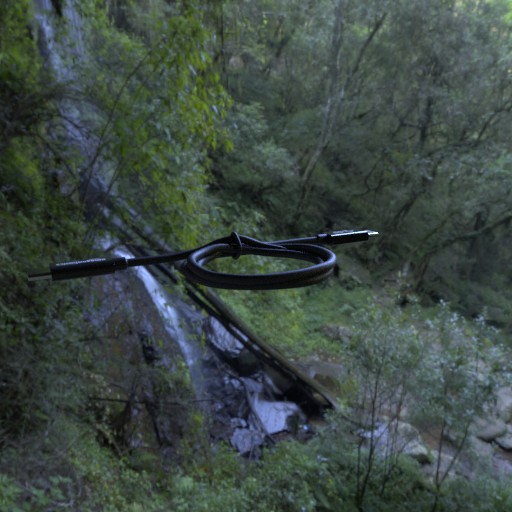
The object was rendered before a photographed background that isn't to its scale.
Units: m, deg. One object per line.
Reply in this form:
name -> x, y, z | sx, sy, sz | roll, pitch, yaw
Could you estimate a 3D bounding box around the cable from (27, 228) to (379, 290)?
cable -> 0.000, 0.000, 0.202 | 0.186, 0.014, 0.070 | -8, 17, -27
